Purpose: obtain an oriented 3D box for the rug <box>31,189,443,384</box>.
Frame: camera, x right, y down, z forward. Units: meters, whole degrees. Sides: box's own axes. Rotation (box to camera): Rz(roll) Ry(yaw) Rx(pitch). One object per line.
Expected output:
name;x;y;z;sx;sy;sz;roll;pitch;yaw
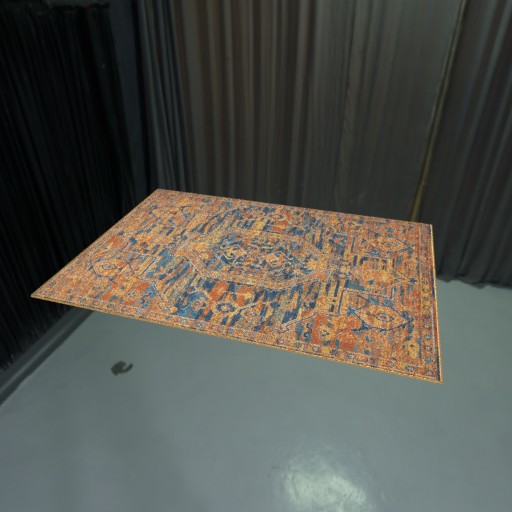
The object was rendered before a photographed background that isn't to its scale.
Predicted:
rug;0.000;0.000;3.786;2.916;0.019;2.043;9;34;14
